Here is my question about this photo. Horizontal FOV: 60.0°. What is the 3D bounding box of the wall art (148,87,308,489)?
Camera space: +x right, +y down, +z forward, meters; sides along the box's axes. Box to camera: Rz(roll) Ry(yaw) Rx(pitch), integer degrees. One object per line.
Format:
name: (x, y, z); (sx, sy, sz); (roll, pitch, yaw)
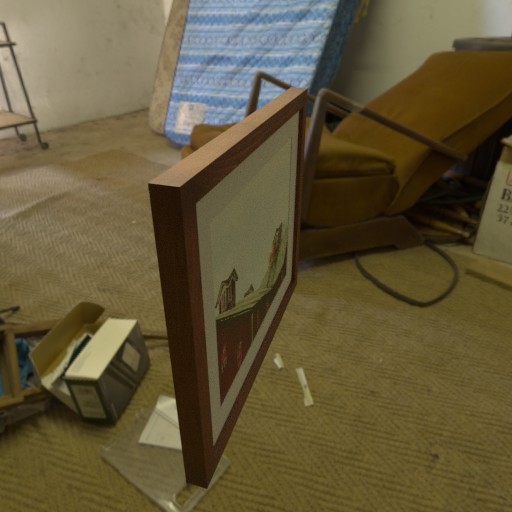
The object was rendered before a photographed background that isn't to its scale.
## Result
wall art: (0.000, 0.000, 0.754); (0.033, 0.457, 0.558); (9, 31, 15)
